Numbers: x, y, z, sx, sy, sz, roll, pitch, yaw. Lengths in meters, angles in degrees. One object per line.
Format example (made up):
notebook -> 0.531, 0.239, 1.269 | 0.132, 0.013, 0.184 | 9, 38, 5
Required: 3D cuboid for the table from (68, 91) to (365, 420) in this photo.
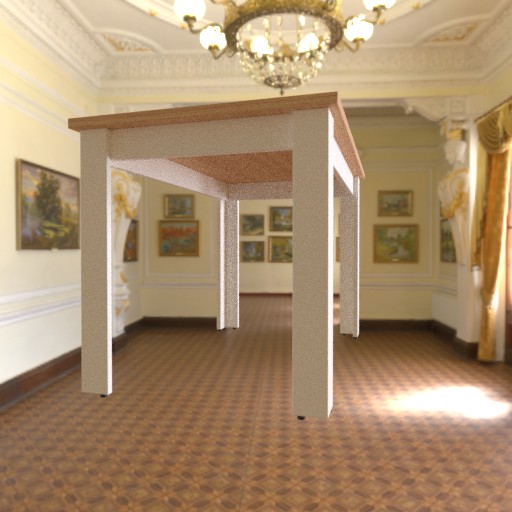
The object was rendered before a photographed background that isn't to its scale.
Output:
table -> 0.000, 0.000, 1.592 | 0.700, 0.734, 1.100 | 0, 1, 17
